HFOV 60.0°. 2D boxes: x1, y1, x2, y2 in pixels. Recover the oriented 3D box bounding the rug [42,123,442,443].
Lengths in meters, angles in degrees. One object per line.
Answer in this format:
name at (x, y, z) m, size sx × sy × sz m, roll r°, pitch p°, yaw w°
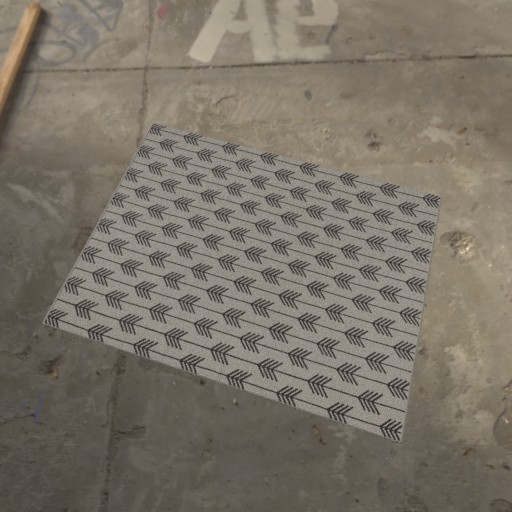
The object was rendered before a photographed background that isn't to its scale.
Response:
rug at (0.000, 0.000, 4.031) m, size 3.061 × 0.010 × 2.330 m, roll 16°, pitch 65°, yaw 8°
